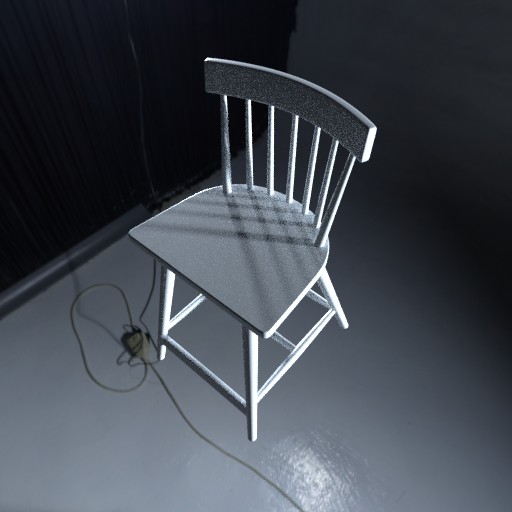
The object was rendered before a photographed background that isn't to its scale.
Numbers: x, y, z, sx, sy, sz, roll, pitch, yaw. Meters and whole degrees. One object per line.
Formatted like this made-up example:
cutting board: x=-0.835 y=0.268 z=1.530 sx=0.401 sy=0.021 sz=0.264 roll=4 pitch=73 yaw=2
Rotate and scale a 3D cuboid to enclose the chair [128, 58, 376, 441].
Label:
chair: x=0.000 y=0.000 z=1.287 sx=0.483 sy=0.952 sz=0.572 roll=33 pitch=56 yaw=26
